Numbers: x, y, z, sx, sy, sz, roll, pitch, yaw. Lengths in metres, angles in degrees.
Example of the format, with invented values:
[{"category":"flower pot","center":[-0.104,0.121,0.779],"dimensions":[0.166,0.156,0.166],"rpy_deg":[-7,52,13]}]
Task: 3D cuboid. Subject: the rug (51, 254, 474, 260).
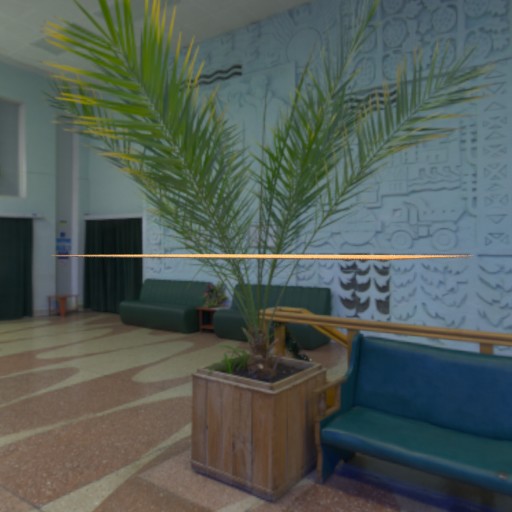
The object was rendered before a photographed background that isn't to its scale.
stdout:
[{"category":"rug","center":[0.000,0.000,2.875],"dimensions":[2.285,0.006,1.524],"rpy_deg":[0,1,37]}]
